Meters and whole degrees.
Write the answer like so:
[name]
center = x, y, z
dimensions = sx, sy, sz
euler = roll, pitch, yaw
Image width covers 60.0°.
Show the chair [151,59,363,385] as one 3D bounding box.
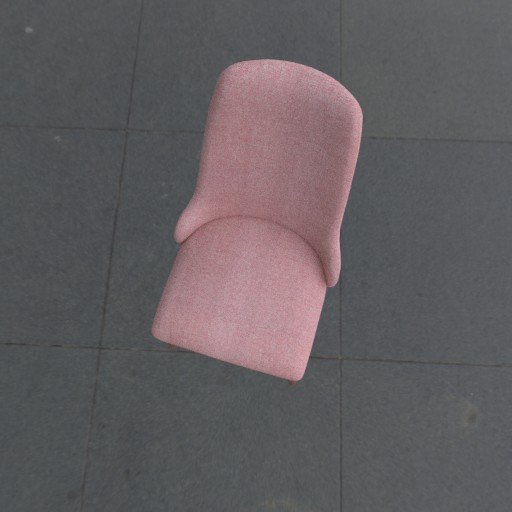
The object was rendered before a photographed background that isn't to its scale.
[chair]
center = 0.000, 0.000, 1.365
dimensions = 0.535, 0.918, 0.707
euler = 17, 77, 4
